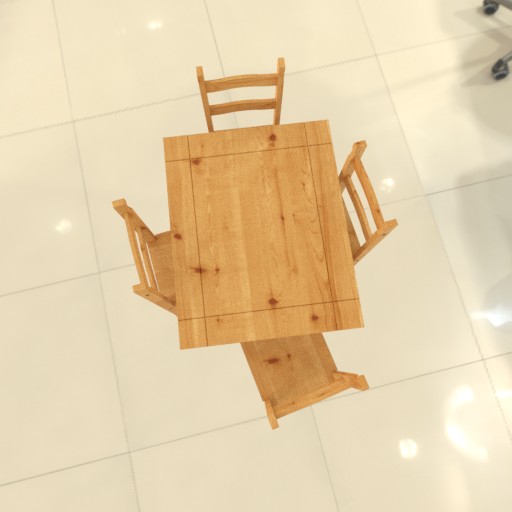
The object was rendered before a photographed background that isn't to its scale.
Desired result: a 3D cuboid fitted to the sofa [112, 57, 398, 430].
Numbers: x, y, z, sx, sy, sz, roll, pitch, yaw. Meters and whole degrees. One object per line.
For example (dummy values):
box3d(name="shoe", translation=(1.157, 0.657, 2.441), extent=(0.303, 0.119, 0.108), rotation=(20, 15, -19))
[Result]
box3d(name="sofa", translation=(0.000, 0.000, 2.245), extent=(1.144, 1.000, 1.529), rotation=(-7, 77, -2))
